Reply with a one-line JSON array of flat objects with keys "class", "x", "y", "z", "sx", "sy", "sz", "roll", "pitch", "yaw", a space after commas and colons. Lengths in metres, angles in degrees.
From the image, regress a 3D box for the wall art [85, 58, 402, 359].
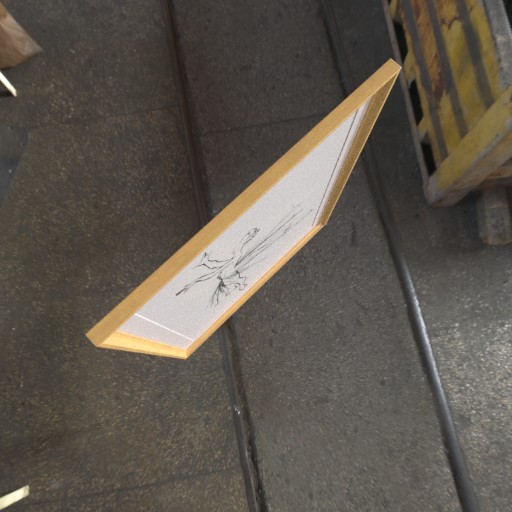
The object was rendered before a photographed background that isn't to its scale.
[{"class": "wall art", "x": 0.000, "y": 0.000, "z": 1.320, "sx": 0.798, "sy": 1.002, "sz": 0.030, "roll": -43, "pitch": 80, "yaw": -10}]
